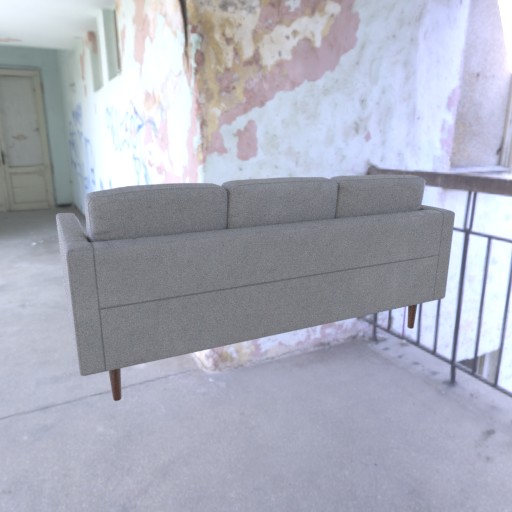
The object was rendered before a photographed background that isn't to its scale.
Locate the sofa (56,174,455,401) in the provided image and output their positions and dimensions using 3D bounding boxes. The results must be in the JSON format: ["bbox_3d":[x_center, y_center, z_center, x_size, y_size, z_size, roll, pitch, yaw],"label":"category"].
[{"bbox_3d":[0.000,0.000,2.493,1.983,0.918,0.944,-7,17,-25],"label":"sofa"}]
